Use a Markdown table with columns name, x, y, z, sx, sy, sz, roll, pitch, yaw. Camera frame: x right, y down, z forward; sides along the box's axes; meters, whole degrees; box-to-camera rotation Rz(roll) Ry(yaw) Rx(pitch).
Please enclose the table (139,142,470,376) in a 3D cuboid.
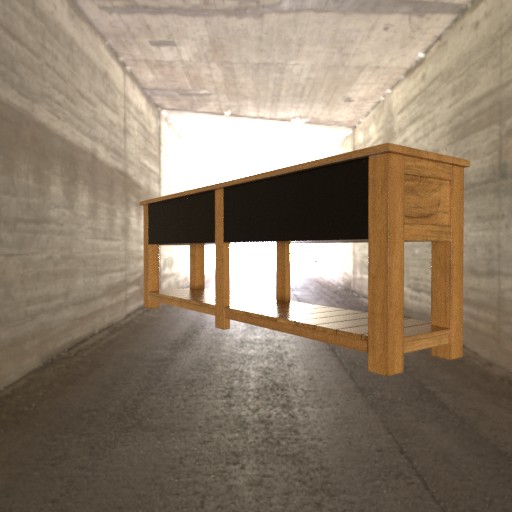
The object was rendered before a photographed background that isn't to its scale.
| name | x | y | z | sx | sy | sz | roll | pitch | yaw |
| --- | --- | --- | --- | --- | --- | --- | --- | --- | --- |
| table | 0.000 | 0.000 | 2.050 | 0.425 | 0.635 | 1.815 | -1 | 1 | -35 |
